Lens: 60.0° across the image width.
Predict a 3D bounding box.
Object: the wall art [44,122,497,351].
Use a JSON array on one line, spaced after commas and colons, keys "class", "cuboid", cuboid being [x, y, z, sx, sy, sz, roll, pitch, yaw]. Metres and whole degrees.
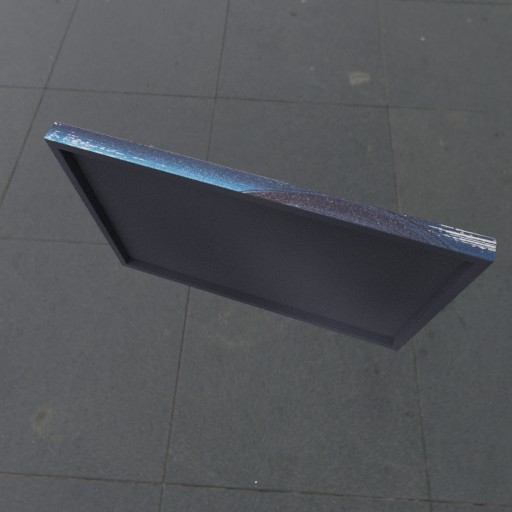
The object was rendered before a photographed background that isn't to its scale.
[{"class": "wall art", "cuboid": [0.000, 0.000, 0.758, 0.609, 0.406, 0.033, 16, 64, 8]}]
